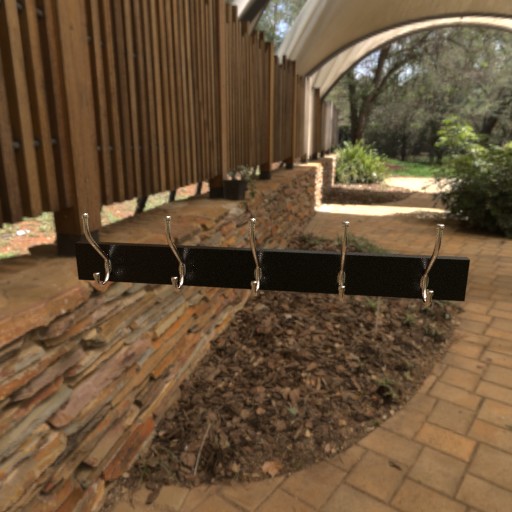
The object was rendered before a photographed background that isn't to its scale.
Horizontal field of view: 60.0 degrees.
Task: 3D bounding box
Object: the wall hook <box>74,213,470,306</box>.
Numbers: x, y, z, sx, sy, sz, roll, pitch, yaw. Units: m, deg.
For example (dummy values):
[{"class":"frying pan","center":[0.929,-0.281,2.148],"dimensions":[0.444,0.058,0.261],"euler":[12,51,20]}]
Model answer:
[{"class":"wall hook","center":[0.000,0.000,0.615],"dimensions":[0.571,0.117,0.071],"euler":[3,16,9]}]
